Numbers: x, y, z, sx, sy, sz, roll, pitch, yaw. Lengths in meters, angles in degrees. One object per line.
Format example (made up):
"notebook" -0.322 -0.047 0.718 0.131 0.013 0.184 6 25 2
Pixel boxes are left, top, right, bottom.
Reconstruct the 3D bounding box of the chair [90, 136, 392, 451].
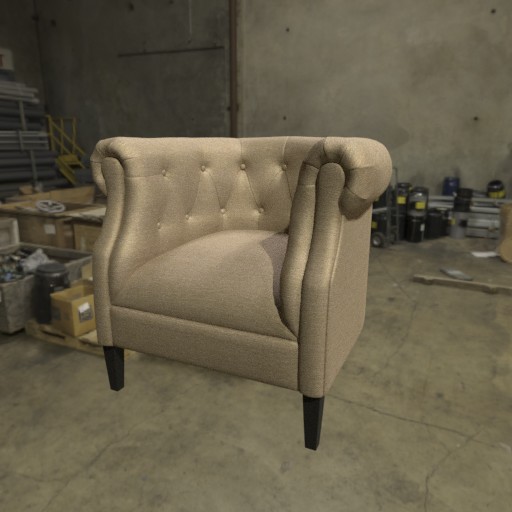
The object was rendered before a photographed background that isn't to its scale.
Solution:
"chair" 0.000 0.000 1.583 0.905 0.827 0.852 7 16 24
